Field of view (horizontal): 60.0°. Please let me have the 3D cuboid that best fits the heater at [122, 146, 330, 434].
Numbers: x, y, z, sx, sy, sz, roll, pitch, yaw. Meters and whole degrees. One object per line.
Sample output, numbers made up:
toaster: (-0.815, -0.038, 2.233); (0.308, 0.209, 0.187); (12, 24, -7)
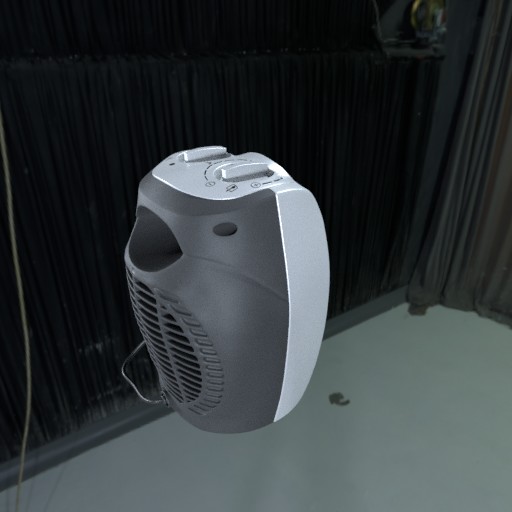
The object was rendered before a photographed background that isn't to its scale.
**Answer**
heater: (0.000, 0.000, 0.467); (0.291, 0.240, 0.239); (-18, 32, -31)
